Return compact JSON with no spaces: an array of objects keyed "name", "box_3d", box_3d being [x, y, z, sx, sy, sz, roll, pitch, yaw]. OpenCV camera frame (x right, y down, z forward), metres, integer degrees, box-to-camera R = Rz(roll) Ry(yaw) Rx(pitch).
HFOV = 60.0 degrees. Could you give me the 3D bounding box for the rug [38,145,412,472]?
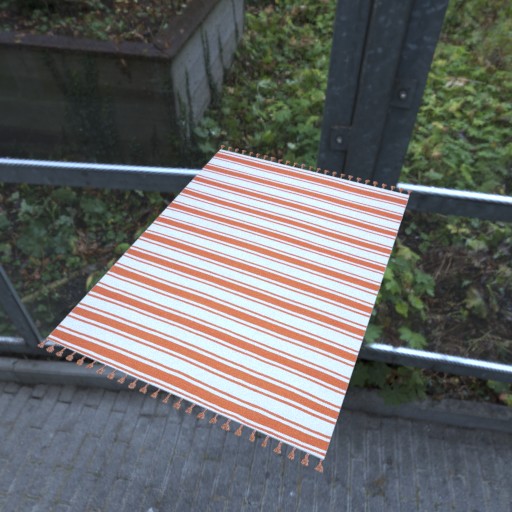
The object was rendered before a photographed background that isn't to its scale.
[{"name":"rug","box_3d":[0.000,0.000,4.375,2.451,0.035,3.369,18,48,16]}]
